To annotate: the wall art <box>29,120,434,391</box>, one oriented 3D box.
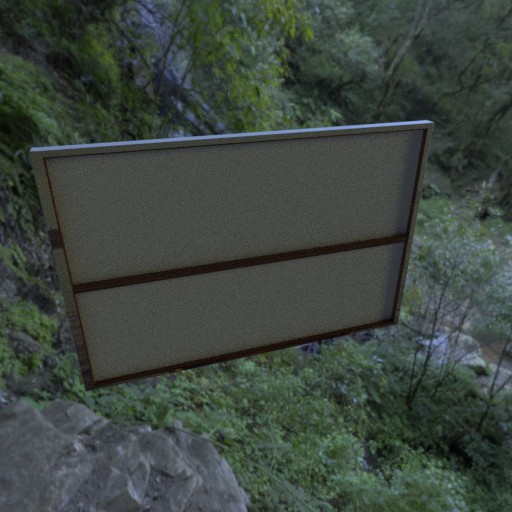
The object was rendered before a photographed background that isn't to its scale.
[{"bbox_3d":[0.000,0.000,1.403,1.149,0.765,0.040,-9,29,-16],"label":"wall art"}]
